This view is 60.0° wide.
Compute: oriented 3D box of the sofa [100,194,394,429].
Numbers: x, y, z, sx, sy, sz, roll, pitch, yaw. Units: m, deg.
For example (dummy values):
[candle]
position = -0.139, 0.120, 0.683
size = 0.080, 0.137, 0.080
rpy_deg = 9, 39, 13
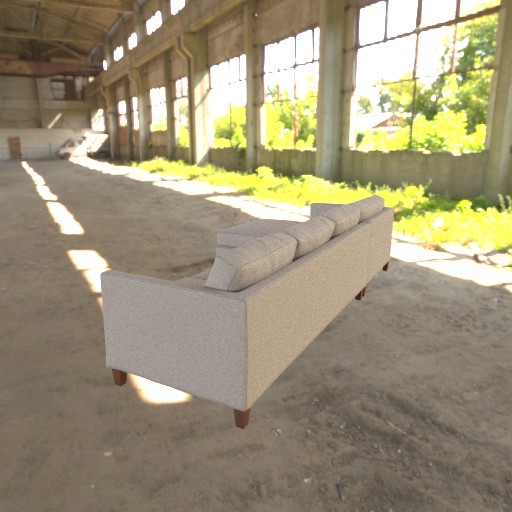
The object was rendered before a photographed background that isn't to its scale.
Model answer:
[sofa]
position = 0.000, 0.000, 3.755
size = 1.625, 0.846, 3.186
rpy_deg = 8, 17, 28
